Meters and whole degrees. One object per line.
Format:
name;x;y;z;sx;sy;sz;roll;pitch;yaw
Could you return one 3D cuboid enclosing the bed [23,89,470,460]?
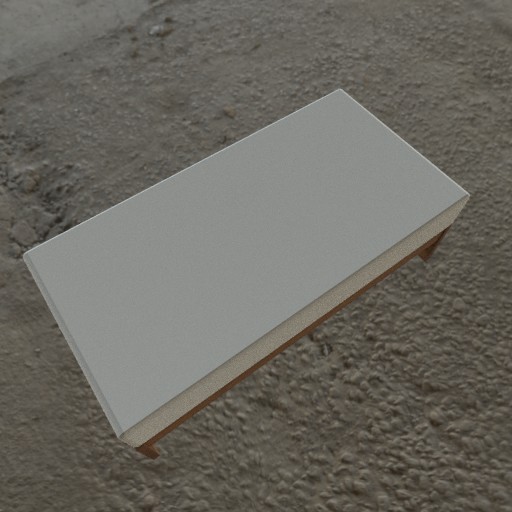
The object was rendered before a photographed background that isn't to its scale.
bed;0.000;0.000;2.320;1.902;0.616;0.961;-32;65;-17
